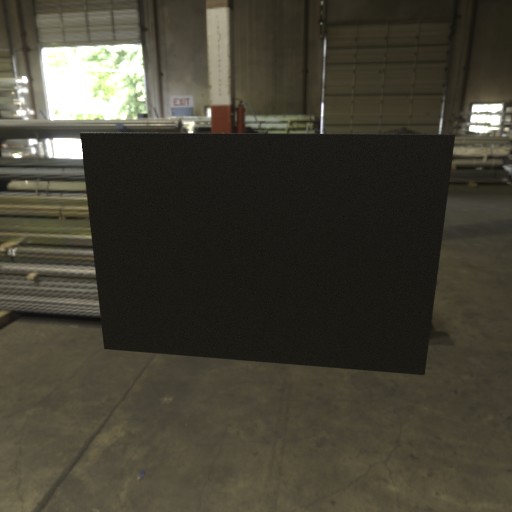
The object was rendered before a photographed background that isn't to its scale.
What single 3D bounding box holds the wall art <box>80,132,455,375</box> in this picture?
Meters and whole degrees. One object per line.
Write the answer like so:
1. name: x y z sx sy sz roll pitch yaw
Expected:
1. wall art: 0.000 0.000 1.519 1.192 0.811 0.013 3 17 8
